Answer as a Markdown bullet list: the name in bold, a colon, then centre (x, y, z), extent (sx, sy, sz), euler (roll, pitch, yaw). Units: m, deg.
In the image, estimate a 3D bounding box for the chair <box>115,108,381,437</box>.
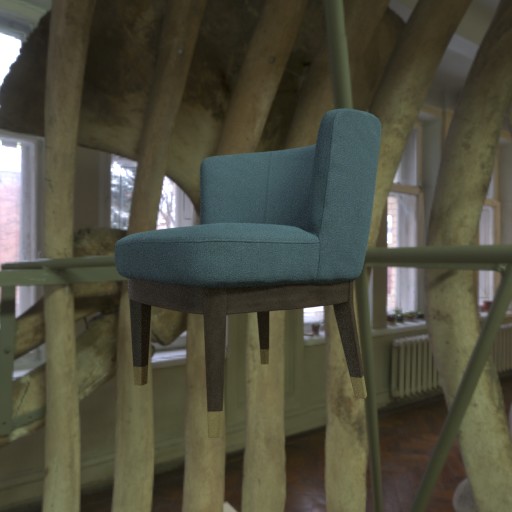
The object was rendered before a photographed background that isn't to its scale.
- **chair**: centre (0.000, 0.000, 1.271), extent (0.702, 0.760, 0.661), euler (0, 0, -34)
